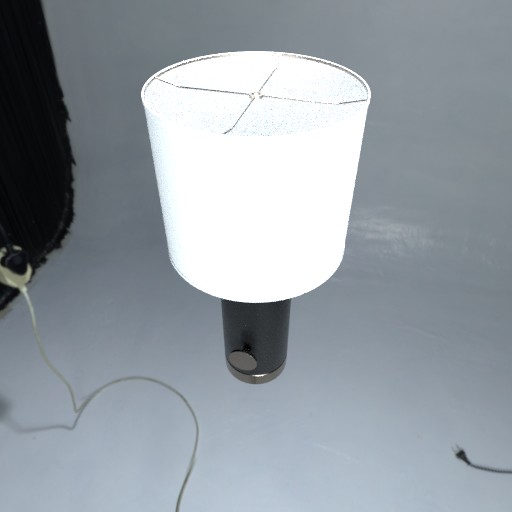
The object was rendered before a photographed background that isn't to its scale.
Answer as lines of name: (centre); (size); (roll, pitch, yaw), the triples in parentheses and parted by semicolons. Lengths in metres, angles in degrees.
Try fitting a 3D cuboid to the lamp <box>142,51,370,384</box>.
lamp: (0.000, 0.000, 0.632); (0.241, 0.482, 0.240); (11, 42, 12)
